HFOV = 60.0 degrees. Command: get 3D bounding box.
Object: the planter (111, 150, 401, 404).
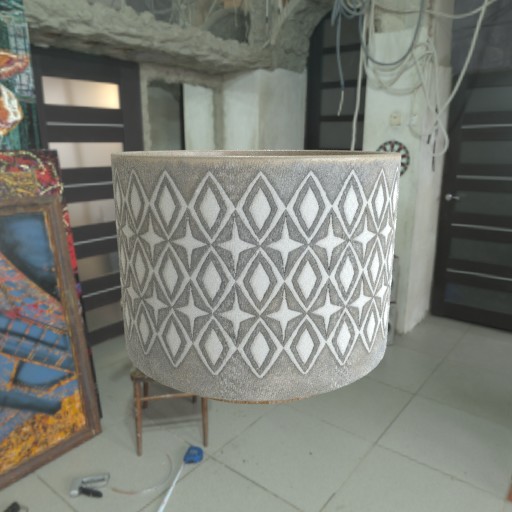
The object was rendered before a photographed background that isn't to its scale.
[{"bbox_3d":[0.000,0.000,0.278,0.164,0.127,0.164,0,14,0],"label":"planter"}]
